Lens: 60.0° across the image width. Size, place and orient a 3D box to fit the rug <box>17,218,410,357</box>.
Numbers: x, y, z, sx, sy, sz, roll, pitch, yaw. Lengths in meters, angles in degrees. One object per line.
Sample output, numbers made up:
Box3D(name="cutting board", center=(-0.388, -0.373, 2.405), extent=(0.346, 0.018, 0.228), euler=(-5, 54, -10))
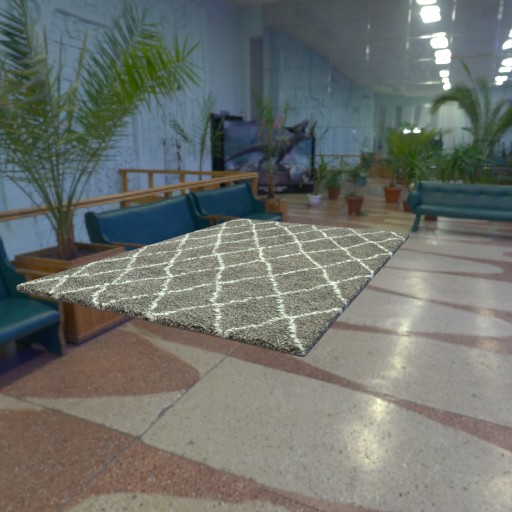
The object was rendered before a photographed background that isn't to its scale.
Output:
Box3D(name="rug", center=(0.000, 0.000, 2.240), extent=(1.219, 0.030, 1.778), euler=(7, 16, 26))
